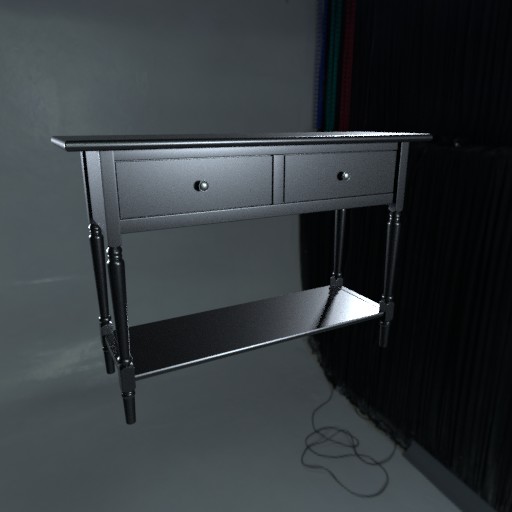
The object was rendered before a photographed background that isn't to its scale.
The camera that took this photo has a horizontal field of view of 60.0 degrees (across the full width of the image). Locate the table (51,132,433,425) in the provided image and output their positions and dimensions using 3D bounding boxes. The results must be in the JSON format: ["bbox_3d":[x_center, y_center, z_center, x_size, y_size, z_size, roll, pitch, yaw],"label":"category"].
[{"bbox_3d":[0.000,0.000,1.553,1.191,0.819,0.386,-9,19,-27],"label":"table"}]
